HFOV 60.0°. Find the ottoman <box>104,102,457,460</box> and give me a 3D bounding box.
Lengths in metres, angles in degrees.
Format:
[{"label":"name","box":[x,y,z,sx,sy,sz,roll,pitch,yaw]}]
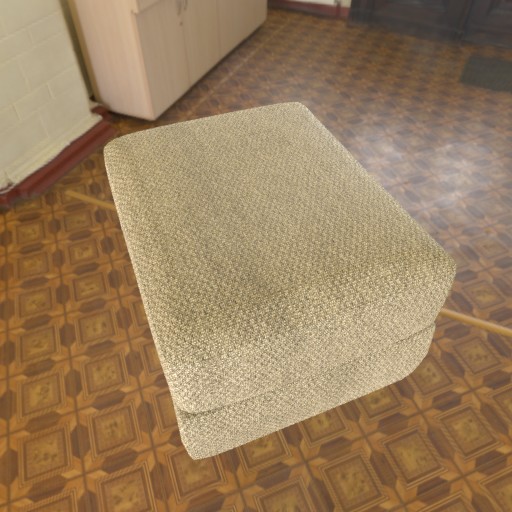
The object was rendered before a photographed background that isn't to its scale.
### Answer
[{"label":"ottoman","box":[0.000,0.000,1.134,0.603,0.476,0.751,-16,49,-15]}]
